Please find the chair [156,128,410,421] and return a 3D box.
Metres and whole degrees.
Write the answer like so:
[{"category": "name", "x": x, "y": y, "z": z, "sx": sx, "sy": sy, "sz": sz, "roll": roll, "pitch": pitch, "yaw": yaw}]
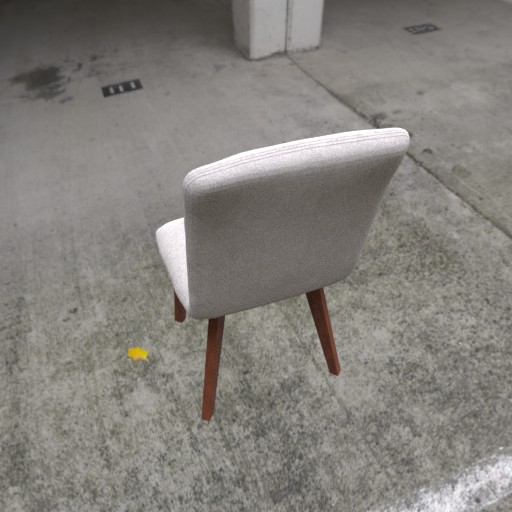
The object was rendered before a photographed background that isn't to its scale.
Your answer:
[{"category": "chair", "x": 0.000, "y": 0.000, "z": 1.314, "sx": 0.522, "sy": 0.974, "sz": 0.563, "roll": -14, "pitch": 44, "yaw": -15}]
